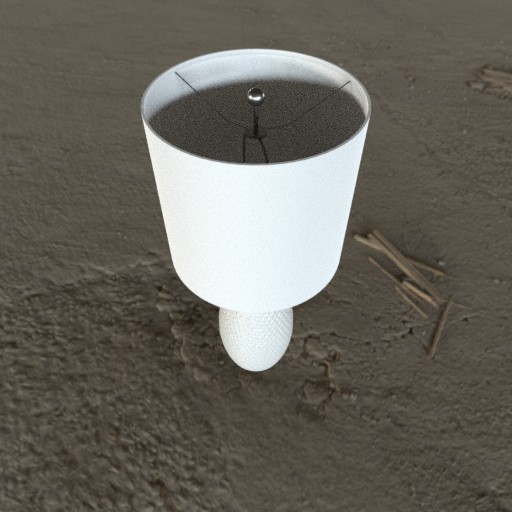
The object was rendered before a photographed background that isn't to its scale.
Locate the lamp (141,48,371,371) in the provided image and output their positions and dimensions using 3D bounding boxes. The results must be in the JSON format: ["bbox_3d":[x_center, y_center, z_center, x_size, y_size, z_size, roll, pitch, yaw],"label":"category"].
[{"bbox_3d":[0.000,0.000,0.586,0.214,0.466,0.214,-18,50,-16],"label":"lamp"}]
